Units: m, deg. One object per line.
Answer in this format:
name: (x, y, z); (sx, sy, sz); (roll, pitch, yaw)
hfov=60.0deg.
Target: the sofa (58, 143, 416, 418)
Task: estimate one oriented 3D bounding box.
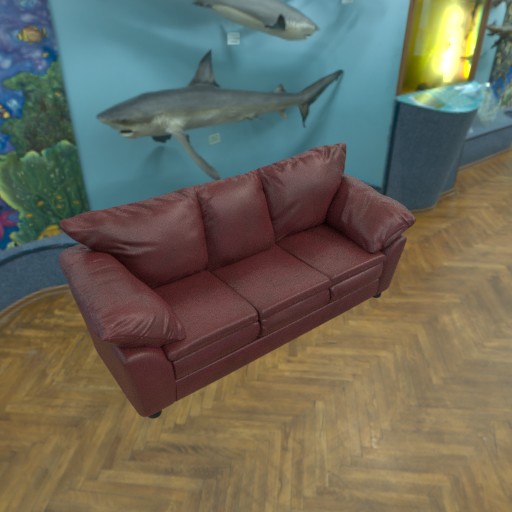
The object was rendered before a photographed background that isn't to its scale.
sofa: (0.000, 0.000, 2.996); (2.390, 1.091, 0.907); (-21, 36, -32)
